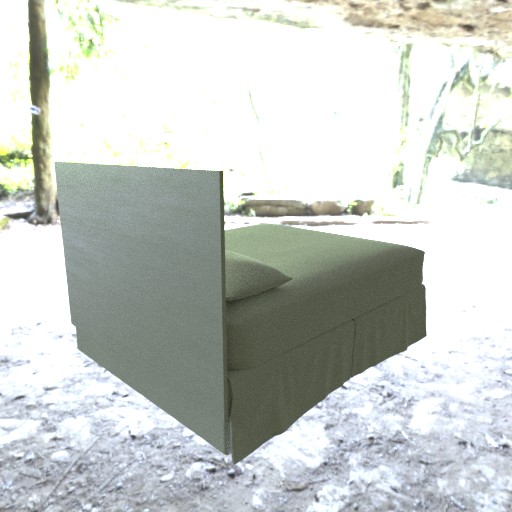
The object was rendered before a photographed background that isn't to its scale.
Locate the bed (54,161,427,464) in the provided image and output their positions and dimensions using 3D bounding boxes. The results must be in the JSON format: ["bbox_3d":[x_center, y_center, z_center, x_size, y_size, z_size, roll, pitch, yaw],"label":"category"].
[{"bbox_3d":[0.000,0.000,3.164,1.745,1.335,2.094,13,19,43],"label":"bed"}]
